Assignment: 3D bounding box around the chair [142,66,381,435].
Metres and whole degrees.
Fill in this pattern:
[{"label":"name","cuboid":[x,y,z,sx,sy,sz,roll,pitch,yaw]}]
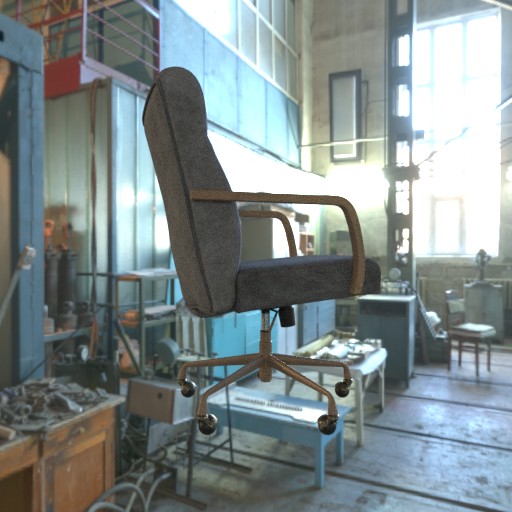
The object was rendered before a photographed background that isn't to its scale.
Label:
[{"label":"chair","cuboid":[0.000,0.000,1.505,0.741,1.029,0.640,0,0,-18]}]
